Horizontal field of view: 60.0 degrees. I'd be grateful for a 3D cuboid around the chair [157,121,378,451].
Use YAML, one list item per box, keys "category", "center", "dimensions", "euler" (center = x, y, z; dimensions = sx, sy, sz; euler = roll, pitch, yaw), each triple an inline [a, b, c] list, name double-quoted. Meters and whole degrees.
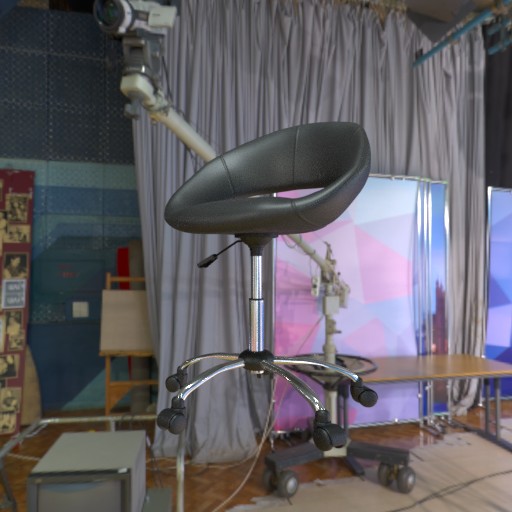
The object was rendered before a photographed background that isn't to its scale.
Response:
- category: "chair"
  center: [0.000, 0.000, 1.160]
  dimensions: [0.612, 0.791, 0.538]
  euler: [0, 0, 36]
